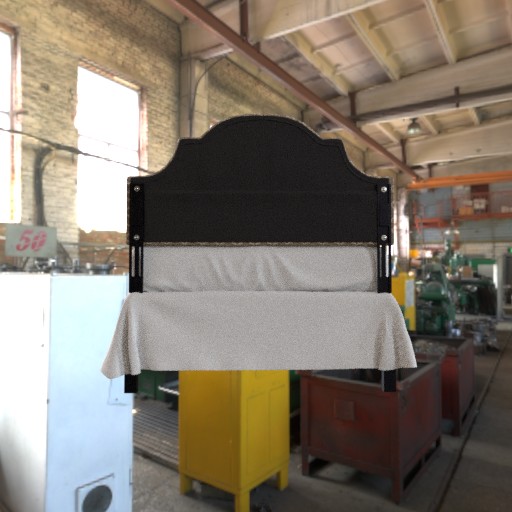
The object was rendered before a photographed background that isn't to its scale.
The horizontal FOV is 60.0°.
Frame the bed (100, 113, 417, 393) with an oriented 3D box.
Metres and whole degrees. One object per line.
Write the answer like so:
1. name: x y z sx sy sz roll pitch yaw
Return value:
1. bed: 0.000 0.000 3.557 1.780 1.633 2.222 0 -1 -1
